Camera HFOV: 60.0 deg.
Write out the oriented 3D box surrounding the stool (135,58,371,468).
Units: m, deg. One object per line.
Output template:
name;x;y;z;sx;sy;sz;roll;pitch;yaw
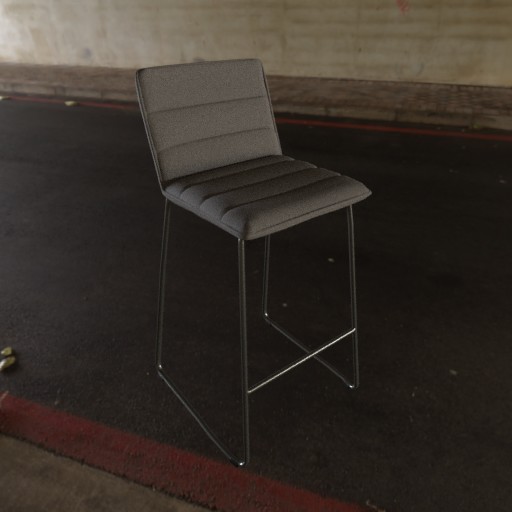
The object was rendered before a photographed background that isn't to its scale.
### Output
stool;0.000;0.000;1.234;0.490;0.960;0.490;-21;36;-32
